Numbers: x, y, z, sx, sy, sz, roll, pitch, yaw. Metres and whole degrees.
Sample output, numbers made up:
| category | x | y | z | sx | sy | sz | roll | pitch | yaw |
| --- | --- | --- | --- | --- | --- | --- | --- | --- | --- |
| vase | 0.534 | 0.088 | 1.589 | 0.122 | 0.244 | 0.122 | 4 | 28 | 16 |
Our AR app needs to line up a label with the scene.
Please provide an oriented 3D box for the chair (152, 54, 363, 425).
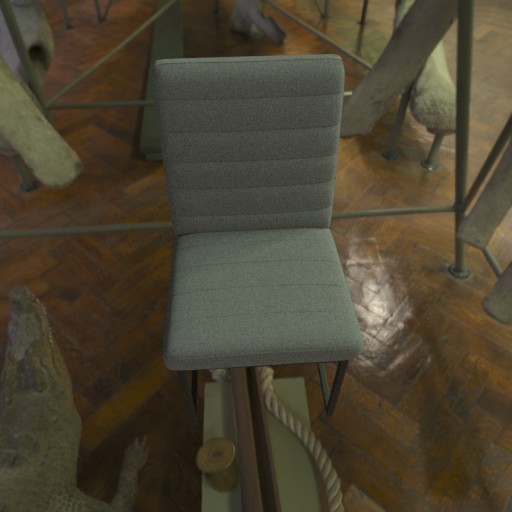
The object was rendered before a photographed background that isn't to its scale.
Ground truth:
| category | x | y | z | sx | sy | sz | roll | pitch | yaw |
| --- | --- | --- | --- | --- | --- | --- | --- | --- | --- |
| chair | 0.000 | 0.000 | 1.309 | 0.520 | 0.930 | 0.634 | -3 | 47 | -3 |
